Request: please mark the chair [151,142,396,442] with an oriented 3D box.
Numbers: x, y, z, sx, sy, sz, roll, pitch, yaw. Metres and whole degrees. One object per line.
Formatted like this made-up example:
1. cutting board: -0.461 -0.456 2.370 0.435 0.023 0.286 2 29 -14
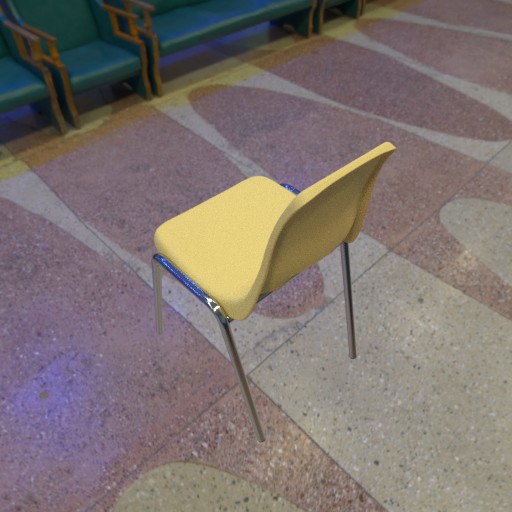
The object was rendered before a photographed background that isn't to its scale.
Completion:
1. chair: 0.000 0.000 0.983 0.381 0.704 0.436 -33 55 -27
